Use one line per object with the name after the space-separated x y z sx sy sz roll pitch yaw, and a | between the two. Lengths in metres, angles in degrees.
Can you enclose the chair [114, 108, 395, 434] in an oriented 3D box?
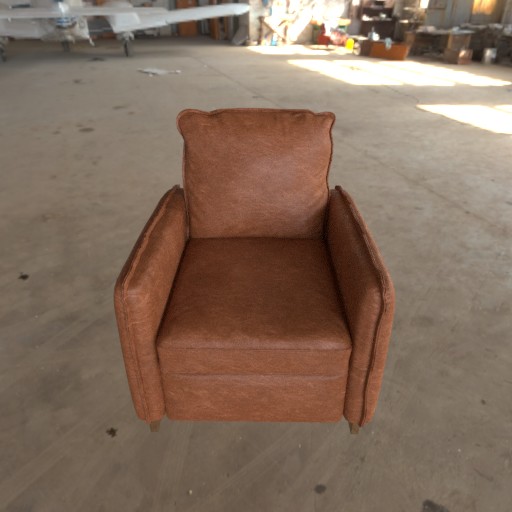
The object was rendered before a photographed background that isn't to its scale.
0.000 0.000 1.630 0.830 0.922 0.922 0 30 1 | chair
